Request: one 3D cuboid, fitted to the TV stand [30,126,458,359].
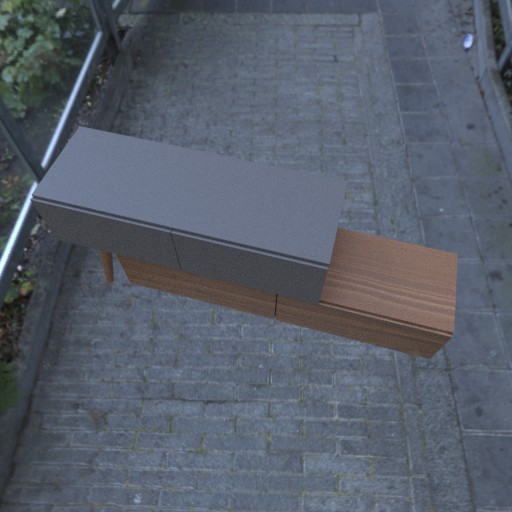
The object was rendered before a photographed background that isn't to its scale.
[{"bbox_3d":[0.000,0.000,1.580,1.336,0.591,0.329,13,59,8],"label":"TV stand"}]
